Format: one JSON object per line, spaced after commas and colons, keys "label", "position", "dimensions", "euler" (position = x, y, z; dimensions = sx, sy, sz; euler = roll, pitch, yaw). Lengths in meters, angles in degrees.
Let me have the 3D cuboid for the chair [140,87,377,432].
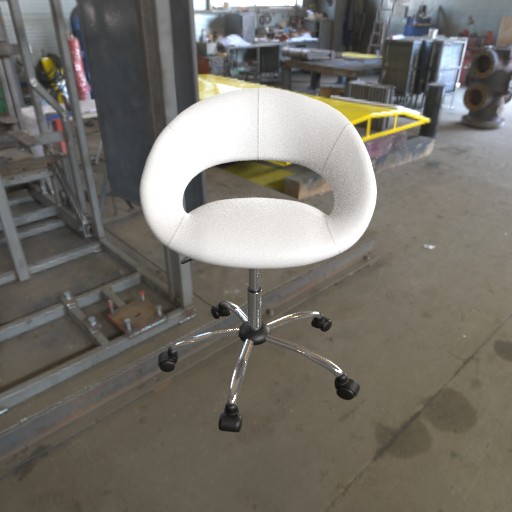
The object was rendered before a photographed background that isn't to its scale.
{"label": "chair", "position": [0.000, 0.000, 1.200], "dimensions": [0.612, 0.791, 0.538], "euler": [1, 30, 2]}
